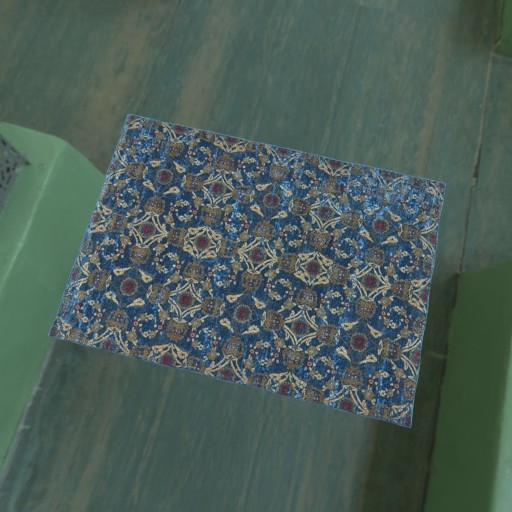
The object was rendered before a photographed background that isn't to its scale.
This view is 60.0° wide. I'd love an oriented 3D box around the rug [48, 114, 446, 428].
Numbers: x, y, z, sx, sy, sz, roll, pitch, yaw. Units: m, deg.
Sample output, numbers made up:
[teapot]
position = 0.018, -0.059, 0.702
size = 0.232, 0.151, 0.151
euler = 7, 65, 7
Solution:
[rug]
position = 0.000, 0.000, 4.183
size = 3.291, 0.013, 2.337
euler = 13, 75, 4
